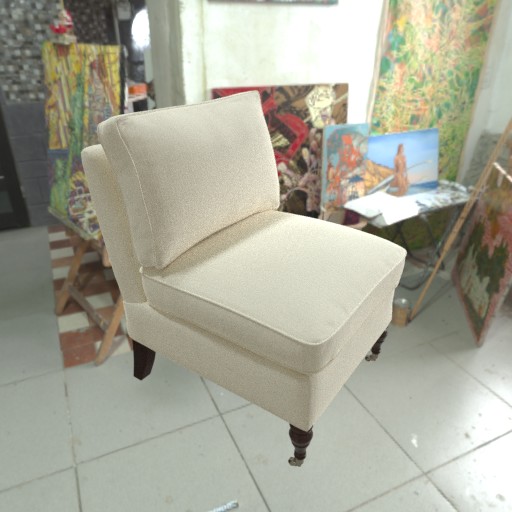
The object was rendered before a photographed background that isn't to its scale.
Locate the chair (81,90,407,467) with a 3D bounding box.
[{"bbox_3d":[0.000,0.000,1.378,0.781,0.887,0.630,18,33,31],"label":"chair"}]
